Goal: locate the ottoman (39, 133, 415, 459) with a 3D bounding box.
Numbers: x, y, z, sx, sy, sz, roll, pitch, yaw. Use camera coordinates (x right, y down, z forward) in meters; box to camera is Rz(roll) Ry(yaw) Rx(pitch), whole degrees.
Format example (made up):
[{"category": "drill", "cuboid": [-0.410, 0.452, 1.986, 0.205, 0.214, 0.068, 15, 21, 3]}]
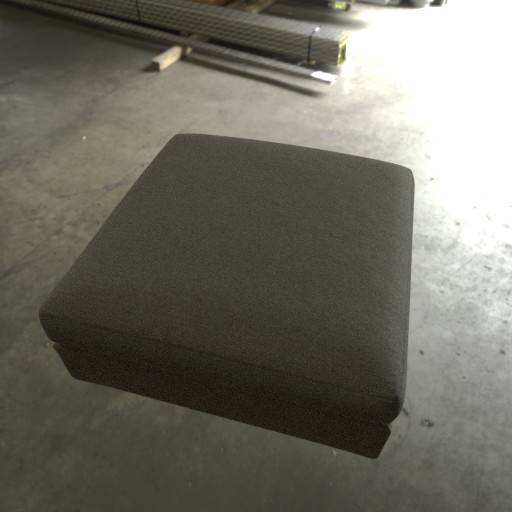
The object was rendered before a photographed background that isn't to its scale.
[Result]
[{"category": "ottoman", "cuboid": [0.000, 0.000, 1.579, 1.041, 0.470, 1.041, 11, 47, 11]}]
